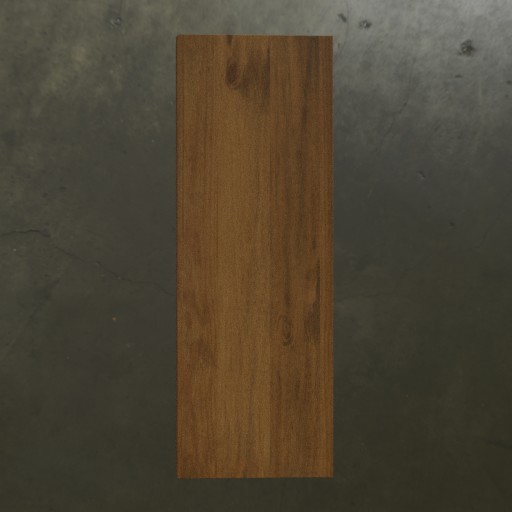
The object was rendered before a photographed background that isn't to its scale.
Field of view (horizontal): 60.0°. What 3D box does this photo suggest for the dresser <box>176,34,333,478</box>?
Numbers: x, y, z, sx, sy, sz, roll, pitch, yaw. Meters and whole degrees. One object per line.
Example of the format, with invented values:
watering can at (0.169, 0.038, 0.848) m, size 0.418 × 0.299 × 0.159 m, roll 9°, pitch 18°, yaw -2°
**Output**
dresser at (0.000, 0.000, 1.670) m, size 0.479 × 0.825 × 1.261 m, roll 0°, pitch 90°, yaw -1°
